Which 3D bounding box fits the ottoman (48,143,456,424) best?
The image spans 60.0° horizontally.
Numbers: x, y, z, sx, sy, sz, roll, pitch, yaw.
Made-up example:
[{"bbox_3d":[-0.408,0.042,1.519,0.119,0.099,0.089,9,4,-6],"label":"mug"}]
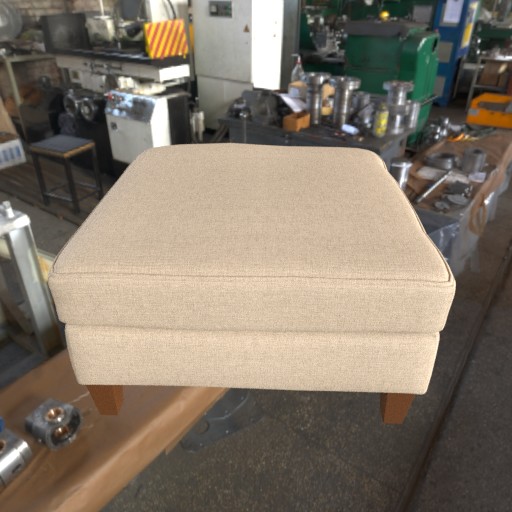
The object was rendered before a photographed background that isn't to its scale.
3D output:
[{"bbox_3d":[0.000,0.000,1.320,0.838,0.503,0.838,1,31,2],"label":"ottoman"}]
